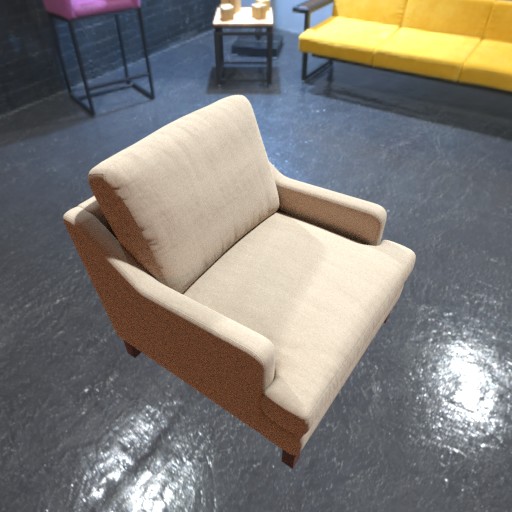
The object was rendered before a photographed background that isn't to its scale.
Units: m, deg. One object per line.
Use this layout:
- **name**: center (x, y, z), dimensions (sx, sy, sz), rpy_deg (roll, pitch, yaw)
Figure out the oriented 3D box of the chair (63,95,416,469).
- **chair**: center (0.000, 0.000, 1.711), dimensions (1.001, 0.916, 0.912), rpy_deg (26, 48, 25)
